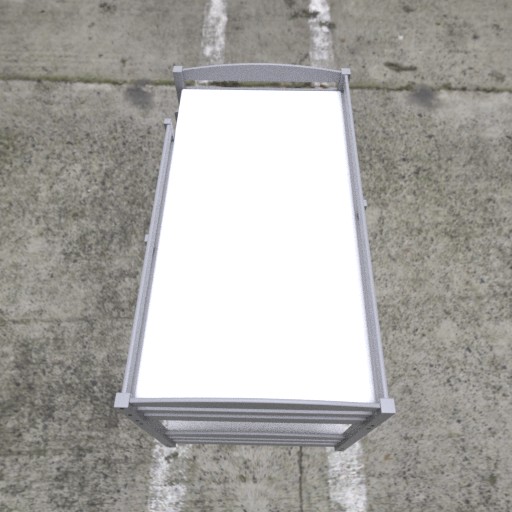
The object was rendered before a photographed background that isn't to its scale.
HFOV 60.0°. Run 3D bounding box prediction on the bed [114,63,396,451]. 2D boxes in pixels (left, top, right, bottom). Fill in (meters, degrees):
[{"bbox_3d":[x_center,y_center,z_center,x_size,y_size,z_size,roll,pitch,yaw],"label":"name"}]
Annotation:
[{"bbox_3d":[0.000,0.000,2.672,1.105,1.206,2.013,1,60,1],"label":"bed"}]
